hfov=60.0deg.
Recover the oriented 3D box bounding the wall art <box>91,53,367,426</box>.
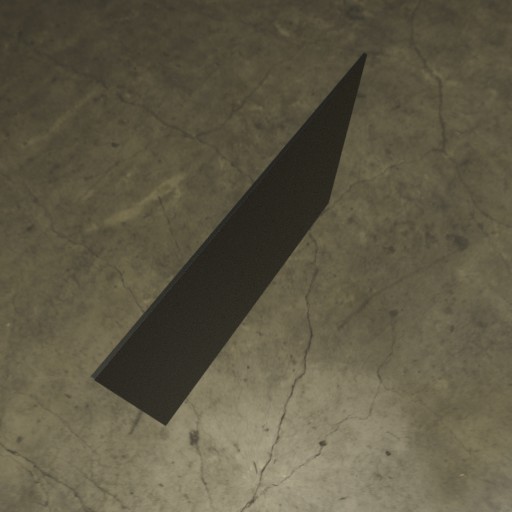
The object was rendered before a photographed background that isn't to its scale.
[{"bbox_3d":[0.000,0.000,1.495,0.013,0.811,1.192,31,67,15],"label":"wall art"}]
